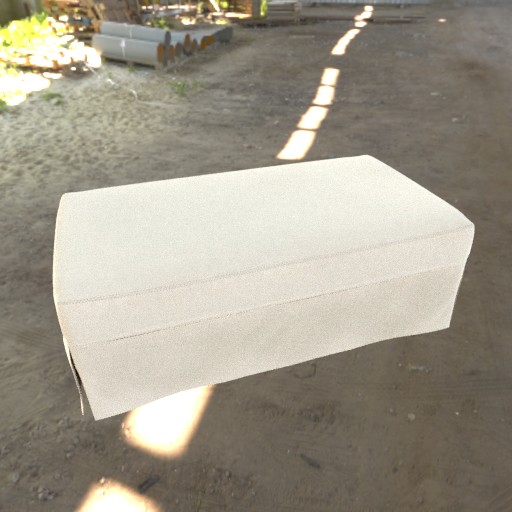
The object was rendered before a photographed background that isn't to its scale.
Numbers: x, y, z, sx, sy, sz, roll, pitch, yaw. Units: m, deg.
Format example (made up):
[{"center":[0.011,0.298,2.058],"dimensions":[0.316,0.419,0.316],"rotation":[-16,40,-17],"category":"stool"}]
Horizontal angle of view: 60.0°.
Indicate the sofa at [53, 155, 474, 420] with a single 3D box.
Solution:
[{"center":[0.000,0.000,2.066],"dimensions":[1.677,0.552,0.939],"rotation":[-10,34,-16],"category":"sofa"}]
